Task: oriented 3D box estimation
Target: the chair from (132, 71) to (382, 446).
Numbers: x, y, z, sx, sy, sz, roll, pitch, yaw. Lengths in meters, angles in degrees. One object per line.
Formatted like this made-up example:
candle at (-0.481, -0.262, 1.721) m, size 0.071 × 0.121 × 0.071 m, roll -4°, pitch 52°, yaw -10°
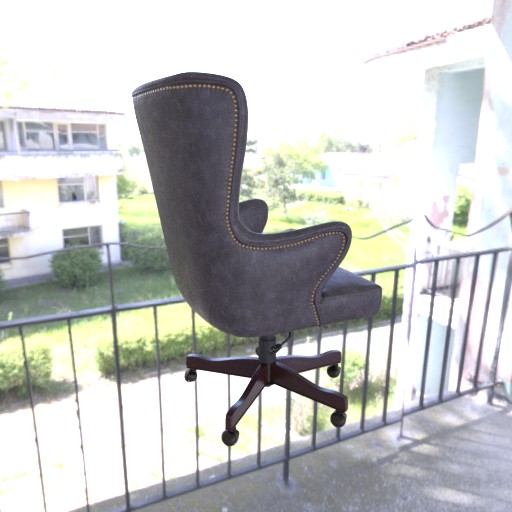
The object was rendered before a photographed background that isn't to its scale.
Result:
chair at (0.000, 0.000, 1.454) m, size 0.717 × 1.037 × 0.594 m, roll -7°, pitch 16°, yaw -24°
